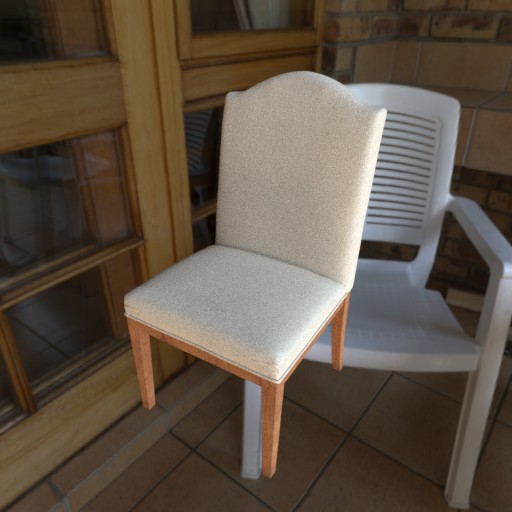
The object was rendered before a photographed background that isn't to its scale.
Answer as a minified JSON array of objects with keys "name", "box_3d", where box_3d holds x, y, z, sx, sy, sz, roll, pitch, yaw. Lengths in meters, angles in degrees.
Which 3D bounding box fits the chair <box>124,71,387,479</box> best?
[{"name":"chair","box_3d":[0.000,0.000,1.379,0.534,1.012,0.648,17,33,28]}]
